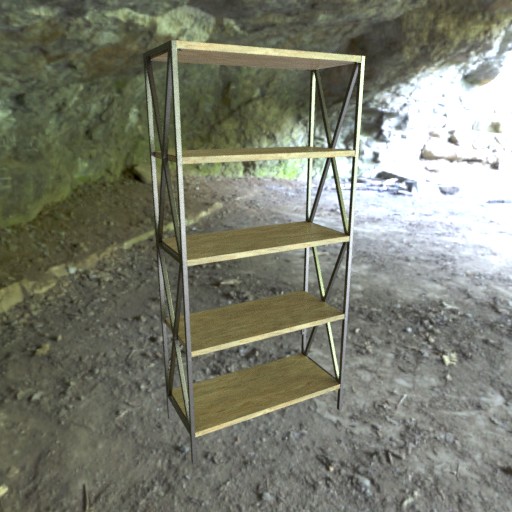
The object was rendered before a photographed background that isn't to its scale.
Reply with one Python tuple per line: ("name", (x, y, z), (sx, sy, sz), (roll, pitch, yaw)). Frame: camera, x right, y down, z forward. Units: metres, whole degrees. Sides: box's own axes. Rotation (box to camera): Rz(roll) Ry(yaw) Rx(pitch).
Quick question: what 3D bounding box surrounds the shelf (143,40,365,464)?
("shelf", (0.000, 0.000, 2.165), (0.874, 1.803, 0.386), (-9, 19, -27))
